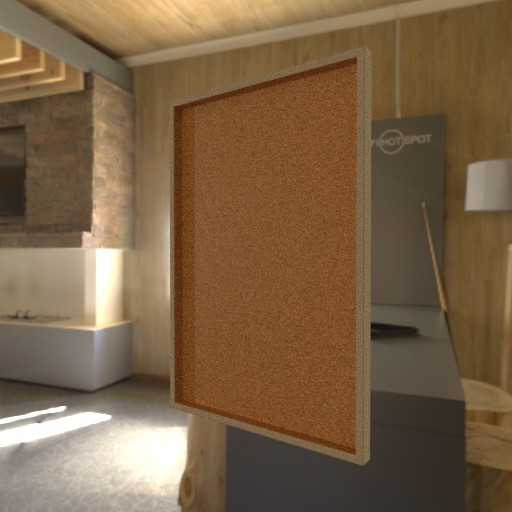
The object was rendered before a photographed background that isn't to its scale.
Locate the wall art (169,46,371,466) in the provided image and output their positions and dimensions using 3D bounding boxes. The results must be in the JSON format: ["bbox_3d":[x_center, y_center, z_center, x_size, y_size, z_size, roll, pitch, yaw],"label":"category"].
[{"bbox_3d":[0.000,0.000,1.160,0.610,0.914,0.038,1,1,36],"label":"wall art"}]
